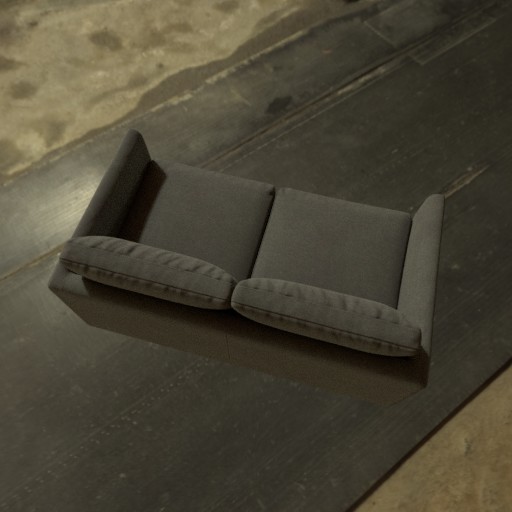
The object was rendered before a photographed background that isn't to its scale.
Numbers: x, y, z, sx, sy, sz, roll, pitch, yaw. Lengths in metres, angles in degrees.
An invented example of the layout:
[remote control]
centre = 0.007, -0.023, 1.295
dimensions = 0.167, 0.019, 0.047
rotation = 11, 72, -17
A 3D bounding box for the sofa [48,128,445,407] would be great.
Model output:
[sofa]
centre = 0.000, 0.000, 2.522
dimensions = 1.909, 0.845, 1.091
rotation = 14, 64, 7
